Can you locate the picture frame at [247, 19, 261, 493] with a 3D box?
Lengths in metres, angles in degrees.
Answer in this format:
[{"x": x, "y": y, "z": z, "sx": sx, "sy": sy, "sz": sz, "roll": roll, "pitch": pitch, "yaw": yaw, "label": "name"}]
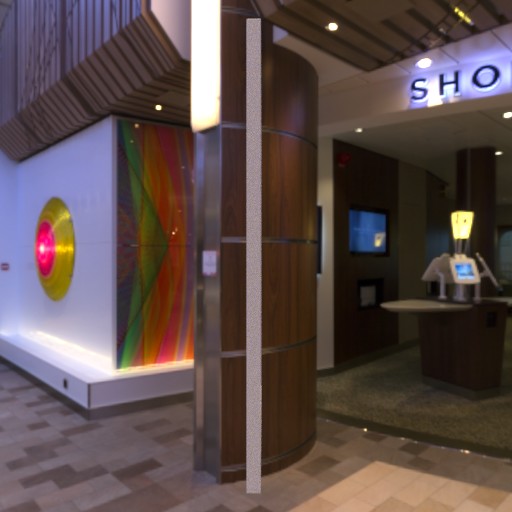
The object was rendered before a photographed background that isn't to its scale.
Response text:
[{"x": 0.000, "y": 0.000, "z": 0.558, "sx": 0.013, "sy": 0.434, "sz": 0.305, "roll": 0, "pitch": 0, "yaw": 1, "label": "picture frame"}]
